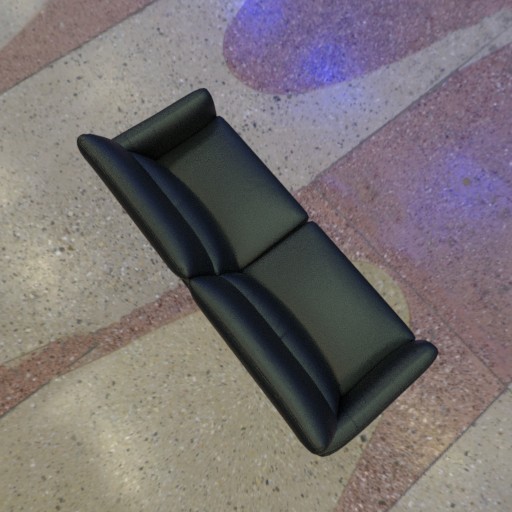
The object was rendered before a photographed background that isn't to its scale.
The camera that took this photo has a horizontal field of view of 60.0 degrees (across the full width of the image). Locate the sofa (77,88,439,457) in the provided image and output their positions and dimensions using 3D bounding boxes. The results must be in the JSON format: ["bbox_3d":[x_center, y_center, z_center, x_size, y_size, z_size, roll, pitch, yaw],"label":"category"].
[{"bbox_3d":[0.000,0.000,2.484,0.856,0.957,2.069,-37,77,-10],"label":"sofa"}]
